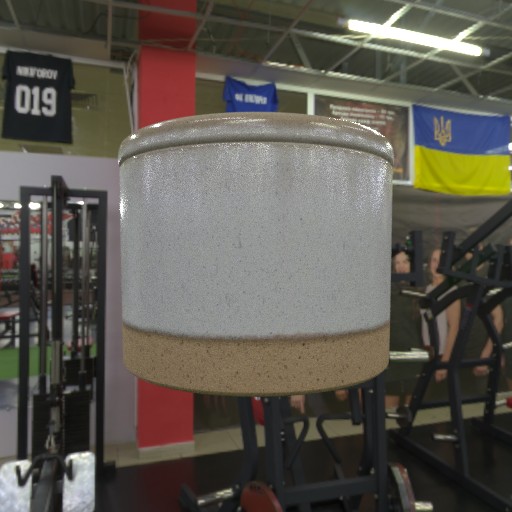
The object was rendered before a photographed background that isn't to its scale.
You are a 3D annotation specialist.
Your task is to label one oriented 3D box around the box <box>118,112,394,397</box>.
[{"bbox_3d":[0.000,0.000,0.259,0.154,0.123,0.154,0,0,0],"label":"box"}]
